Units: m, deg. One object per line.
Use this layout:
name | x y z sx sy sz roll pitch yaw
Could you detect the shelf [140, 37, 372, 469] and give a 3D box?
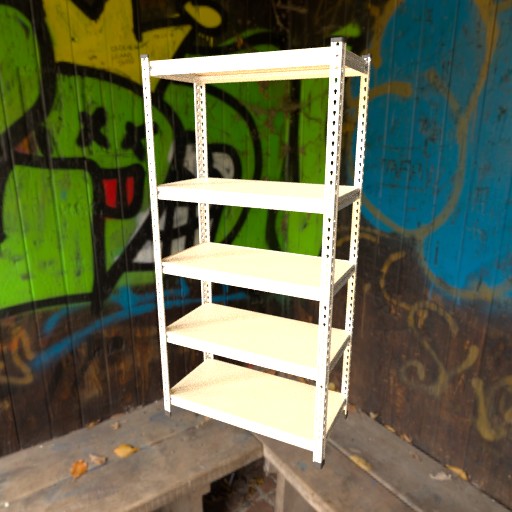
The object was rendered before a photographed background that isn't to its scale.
shelf | 0.000 0.000 2.193 0.914 1.829 0.457 8 18 26
